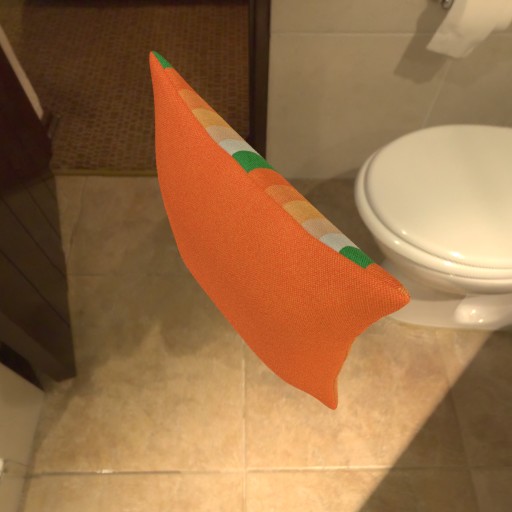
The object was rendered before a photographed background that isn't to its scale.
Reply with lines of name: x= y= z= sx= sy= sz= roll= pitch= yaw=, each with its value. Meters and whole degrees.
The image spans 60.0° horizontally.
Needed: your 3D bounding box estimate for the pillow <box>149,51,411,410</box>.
pillow: x=0.000 y=0.000 z=0.676 sx=0.169 sy=0.444 sz=0.453 roll=-33 pitch=64 yaw=-18
